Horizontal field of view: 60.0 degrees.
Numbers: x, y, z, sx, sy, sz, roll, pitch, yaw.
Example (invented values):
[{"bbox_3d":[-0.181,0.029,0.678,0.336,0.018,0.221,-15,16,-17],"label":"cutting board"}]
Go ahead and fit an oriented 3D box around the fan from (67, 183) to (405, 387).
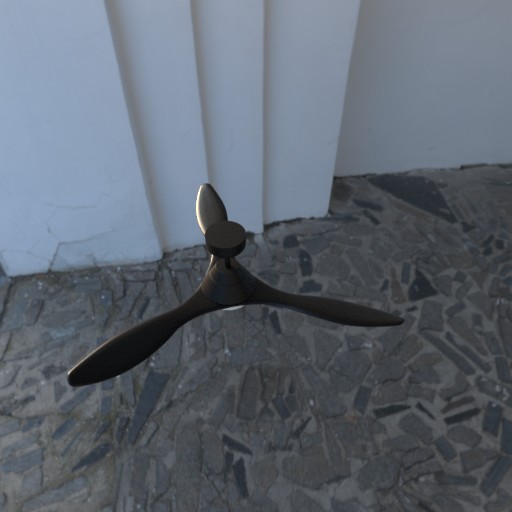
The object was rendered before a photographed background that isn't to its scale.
[{"bbox_3d":[0.000,0.000,1.633,1.067,0.305,1.067,4,45,4],"label":"fan"}]
